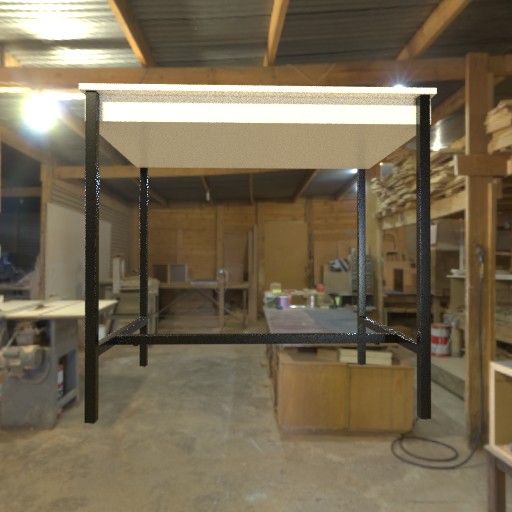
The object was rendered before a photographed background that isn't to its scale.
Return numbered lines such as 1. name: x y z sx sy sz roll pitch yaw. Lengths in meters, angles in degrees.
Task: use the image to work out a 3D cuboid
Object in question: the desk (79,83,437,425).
1. desk: 0.000 0.000 1.287 0.811 0.766 0.573 0 -1 -2
